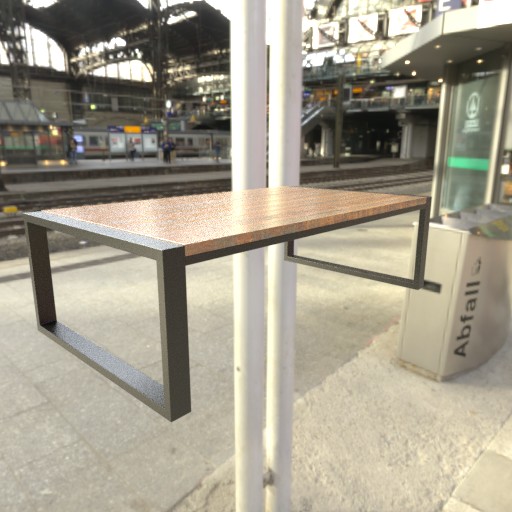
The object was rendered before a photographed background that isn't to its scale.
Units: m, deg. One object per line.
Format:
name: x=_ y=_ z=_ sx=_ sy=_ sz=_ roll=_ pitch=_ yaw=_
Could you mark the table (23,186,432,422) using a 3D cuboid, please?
table: x=0.000 y=0.000 z=1.674 sx=0.750 sy=0.400 sz=1.350 roll=13 pitch=19 yaw=42
